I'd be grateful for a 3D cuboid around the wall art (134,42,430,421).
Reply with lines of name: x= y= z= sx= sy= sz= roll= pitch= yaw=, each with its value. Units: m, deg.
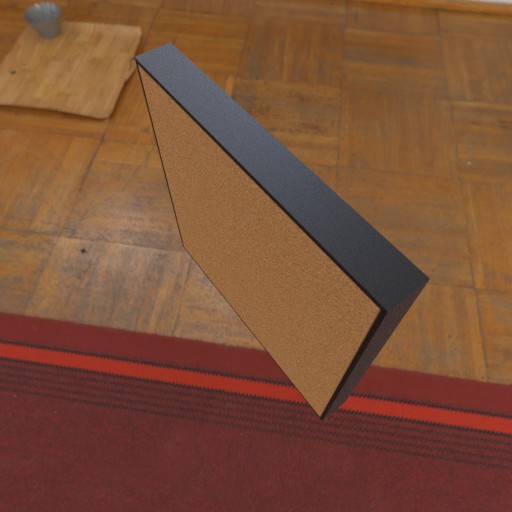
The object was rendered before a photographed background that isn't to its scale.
wall art: x=0.000 y=0.000 z=0.457 sx=0.037 sy=0.303 sz=0.304 roll=-33 pitch=64 yaw=-19
